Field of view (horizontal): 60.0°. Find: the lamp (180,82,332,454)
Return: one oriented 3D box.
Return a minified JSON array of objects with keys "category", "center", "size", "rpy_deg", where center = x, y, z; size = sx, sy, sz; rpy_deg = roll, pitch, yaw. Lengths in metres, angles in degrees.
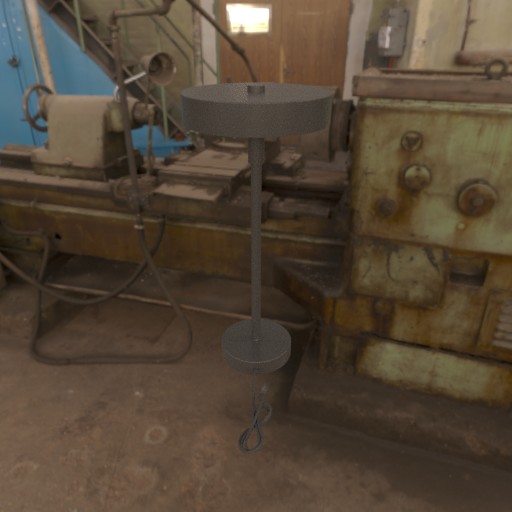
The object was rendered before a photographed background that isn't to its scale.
[{"category":"lamp","center":[0.000,0.000,0.723],"size":[0.229,0.508,0.369],"rpy_deg":[0,28,0]}]
